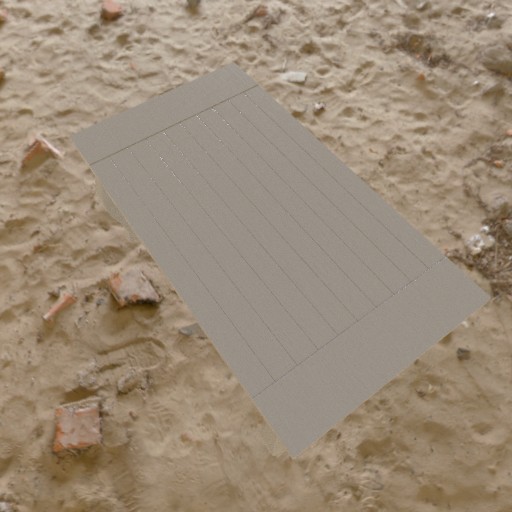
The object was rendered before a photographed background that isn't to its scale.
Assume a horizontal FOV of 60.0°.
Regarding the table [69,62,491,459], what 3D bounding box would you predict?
[{"bbox_3d":[0.000,0.000,1.376,0.600,0.495,1.062,-32,64,-17],"label":"table"}]
